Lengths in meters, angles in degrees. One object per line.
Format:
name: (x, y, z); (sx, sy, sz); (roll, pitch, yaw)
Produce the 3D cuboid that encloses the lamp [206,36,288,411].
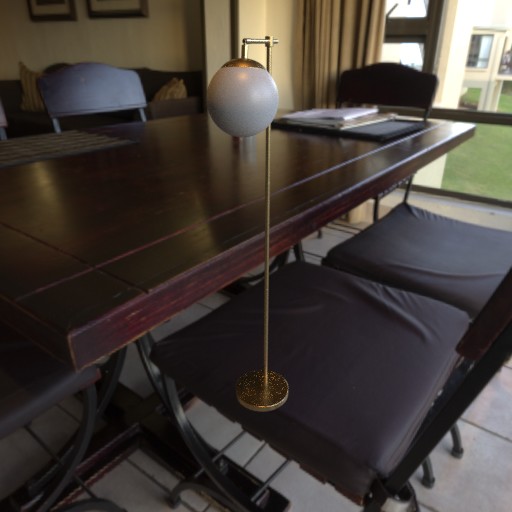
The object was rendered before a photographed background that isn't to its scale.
lamp: (0.000, 0.000, 1.690); (0.249, 1.505, 0.476); (8, 27, 16)
